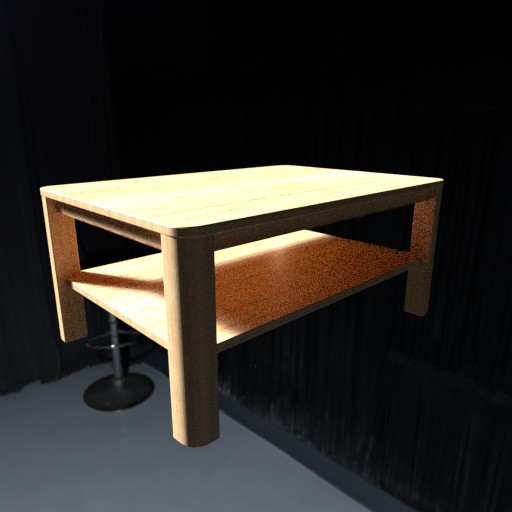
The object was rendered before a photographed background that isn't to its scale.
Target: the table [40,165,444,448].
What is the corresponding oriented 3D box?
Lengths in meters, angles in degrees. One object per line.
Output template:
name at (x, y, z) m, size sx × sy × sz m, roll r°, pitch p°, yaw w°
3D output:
table at (0.000, 0.000, 1.359) m, size 0.997 × 0.445 × 0.696 m, roll -15°, pitch 22°, yaw -41°
